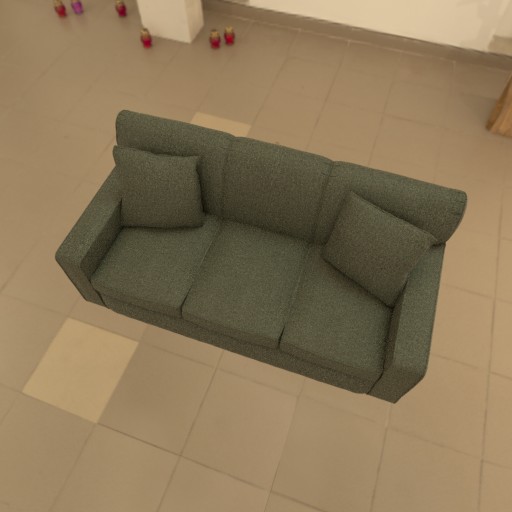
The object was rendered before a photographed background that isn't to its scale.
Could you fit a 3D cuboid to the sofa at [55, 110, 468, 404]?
[{"bbox_3d":[0.000,0.000,2.592,2.024,0.958,0.997,16,59,10],"label":"sofa"}]
